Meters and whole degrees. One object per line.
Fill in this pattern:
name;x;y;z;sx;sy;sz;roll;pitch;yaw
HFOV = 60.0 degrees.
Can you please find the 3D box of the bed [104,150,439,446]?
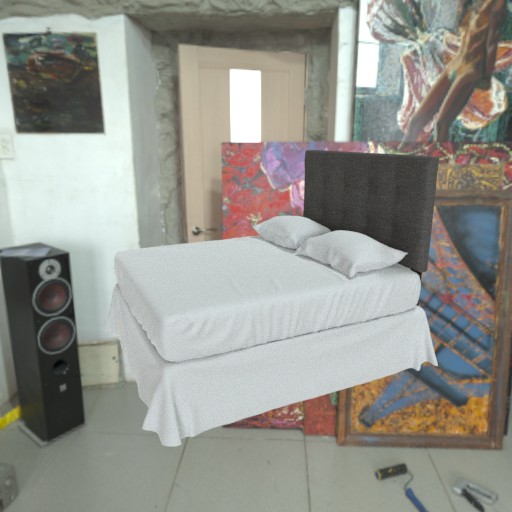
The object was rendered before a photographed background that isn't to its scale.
bed;0.000;0.000;3.532;2.222;1.577;1.936;-7;17;-25
